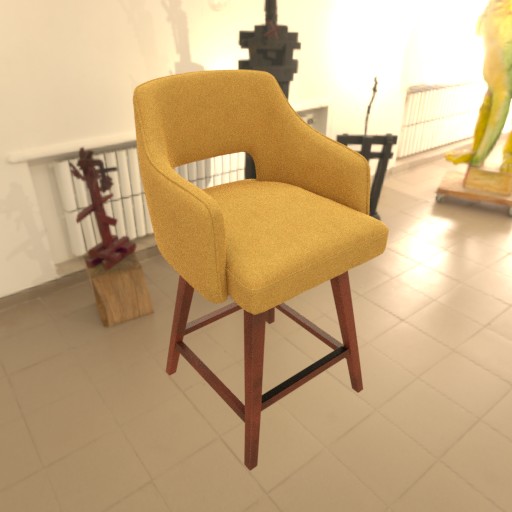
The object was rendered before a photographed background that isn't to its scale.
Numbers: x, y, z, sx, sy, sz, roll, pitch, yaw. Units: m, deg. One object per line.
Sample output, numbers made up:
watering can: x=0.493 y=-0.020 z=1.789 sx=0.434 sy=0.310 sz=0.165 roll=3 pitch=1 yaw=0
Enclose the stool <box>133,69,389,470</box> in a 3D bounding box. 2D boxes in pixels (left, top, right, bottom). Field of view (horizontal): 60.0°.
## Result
stool: x=0.000 y=0.000 z=1.261 sx=0.548 sy=0.924 sz=0.558 roll=-22 pitch=36 yaw=-32
